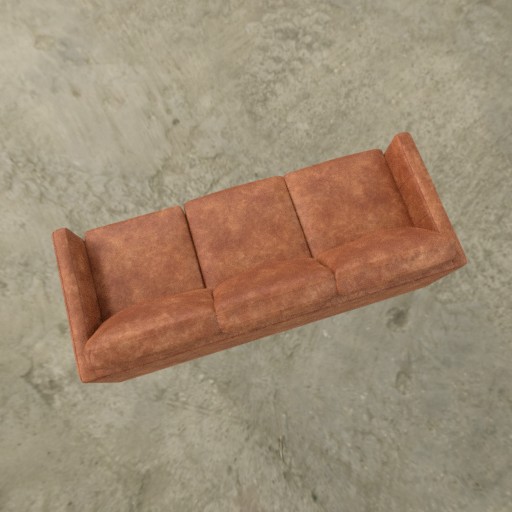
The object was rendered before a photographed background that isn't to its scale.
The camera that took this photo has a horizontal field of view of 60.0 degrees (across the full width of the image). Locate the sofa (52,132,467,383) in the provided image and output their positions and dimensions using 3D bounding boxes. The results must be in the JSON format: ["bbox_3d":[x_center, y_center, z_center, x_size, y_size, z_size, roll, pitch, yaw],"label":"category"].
[{"bbox_3d":[0.000,0.000,3.081,2.464,1.006,1.045,-17,75,-5],"label":"sofa"}]
